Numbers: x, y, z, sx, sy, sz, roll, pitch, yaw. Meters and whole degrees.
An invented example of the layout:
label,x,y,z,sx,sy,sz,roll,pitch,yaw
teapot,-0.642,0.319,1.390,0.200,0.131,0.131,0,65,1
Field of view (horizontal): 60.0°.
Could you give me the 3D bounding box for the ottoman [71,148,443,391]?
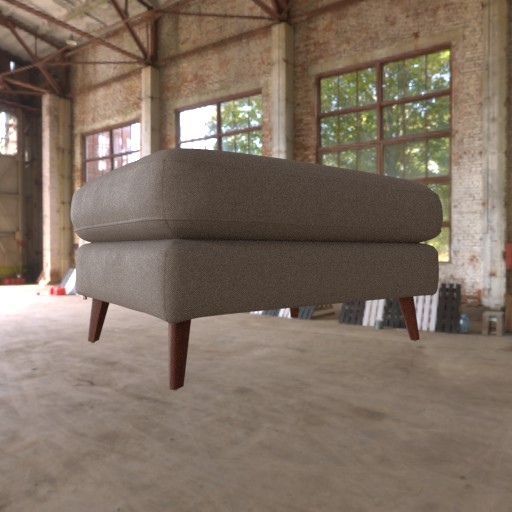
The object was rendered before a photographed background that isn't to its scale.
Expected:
label,x,y,z,sx,sy,sz,roll,pitch,yaw
ottoman,0.000,0.000,1.154,0.811,0.449,0.608,-1,1,-36
